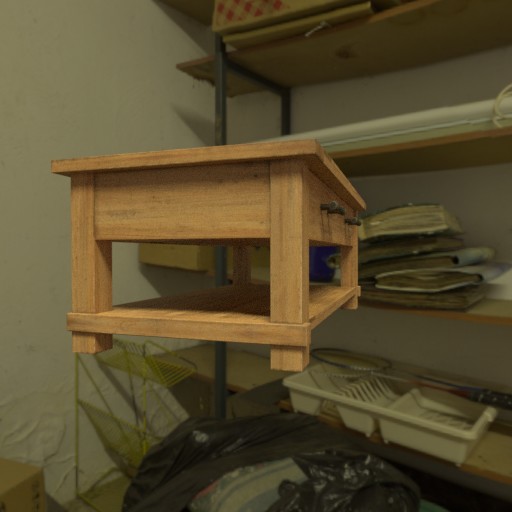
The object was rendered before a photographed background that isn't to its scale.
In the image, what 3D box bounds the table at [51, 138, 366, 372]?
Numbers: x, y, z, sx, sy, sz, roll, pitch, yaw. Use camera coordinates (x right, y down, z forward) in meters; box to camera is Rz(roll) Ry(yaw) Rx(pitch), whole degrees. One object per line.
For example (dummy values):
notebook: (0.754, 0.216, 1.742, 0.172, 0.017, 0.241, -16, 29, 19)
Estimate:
table: (0.000, 0.000, 1.620, 0.693, 0.494, 1.270, 0, 0, 18)
